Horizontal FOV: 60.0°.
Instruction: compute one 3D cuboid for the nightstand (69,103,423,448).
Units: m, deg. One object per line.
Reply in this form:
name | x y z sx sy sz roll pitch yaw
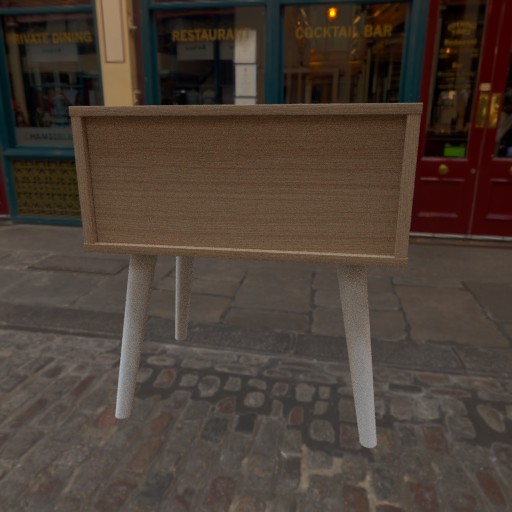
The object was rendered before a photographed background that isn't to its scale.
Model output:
nightstand | 0.000 0.000 0.976 0.571 0.610 0.407 3 16 10
